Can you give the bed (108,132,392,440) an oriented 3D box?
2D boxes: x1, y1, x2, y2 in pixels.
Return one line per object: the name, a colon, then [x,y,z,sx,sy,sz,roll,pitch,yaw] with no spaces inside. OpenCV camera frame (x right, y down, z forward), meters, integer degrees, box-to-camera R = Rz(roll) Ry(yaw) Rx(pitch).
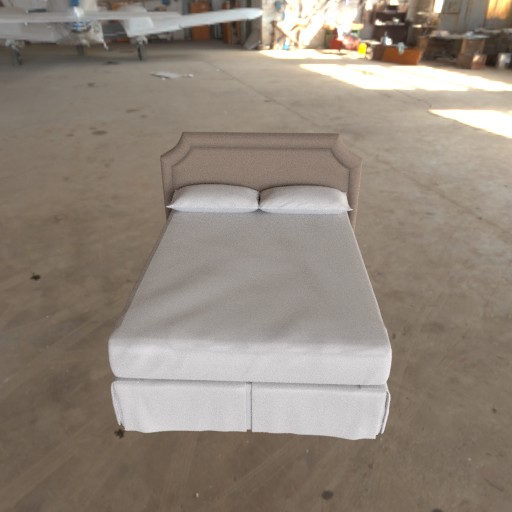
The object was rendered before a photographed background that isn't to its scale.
bed: [0.000,0.000,3.306,1.828,1.303,2.164,1,30,2]
